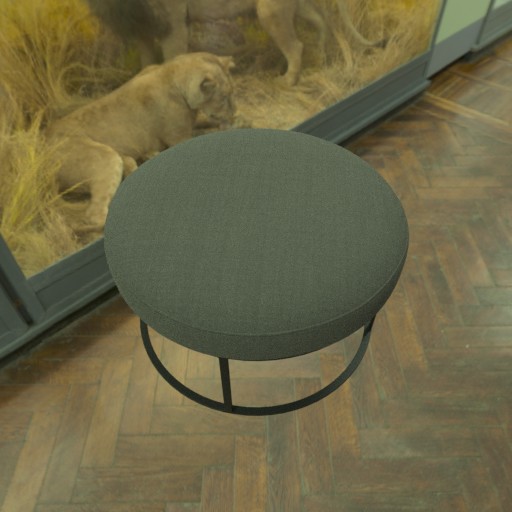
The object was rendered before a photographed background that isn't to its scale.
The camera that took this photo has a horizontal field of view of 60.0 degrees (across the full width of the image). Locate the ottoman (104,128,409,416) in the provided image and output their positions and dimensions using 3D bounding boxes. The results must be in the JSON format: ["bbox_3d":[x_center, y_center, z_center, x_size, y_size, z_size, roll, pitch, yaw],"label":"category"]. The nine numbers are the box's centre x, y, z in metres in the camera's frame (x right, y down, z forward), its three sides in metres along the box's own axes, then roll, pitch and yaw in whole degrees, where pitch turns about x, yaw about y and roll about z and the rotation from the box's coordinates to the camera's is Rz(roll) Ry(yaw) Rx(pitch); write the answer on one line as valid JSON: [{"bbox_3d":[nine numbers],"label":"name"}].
[{"bbox_3d":[0.000,0.000,1.255,0.772,0.460,0.772,0,47,0],"label":"ottoman"}]
